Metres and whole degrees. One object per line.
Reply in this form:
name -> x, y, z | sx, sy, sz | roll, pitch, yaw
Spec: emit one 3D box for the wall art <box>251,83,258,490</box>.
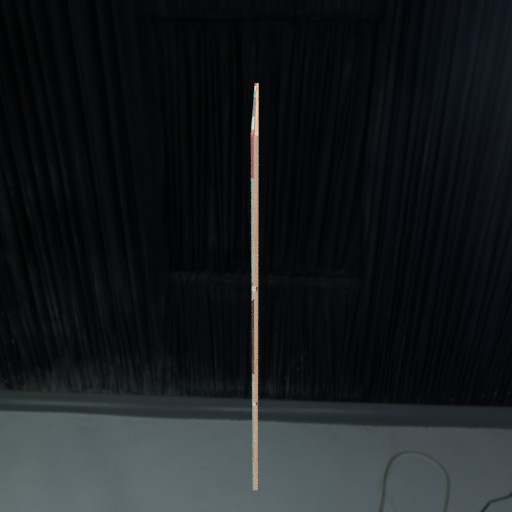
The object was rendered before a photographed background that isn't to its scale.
wall art -> 0.000, 0.000, 1.360 | 0.012, 0.910, 0.911 | 0, 26, 0
